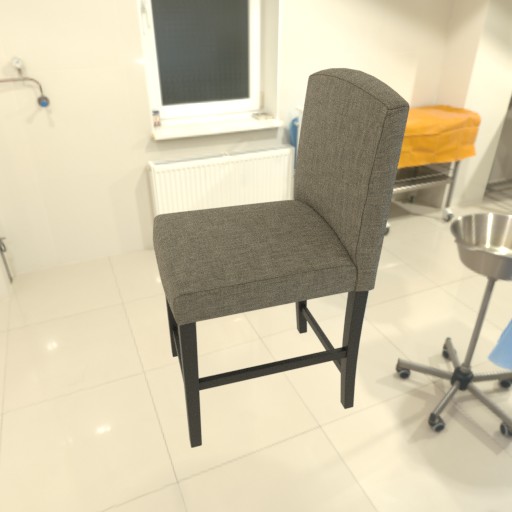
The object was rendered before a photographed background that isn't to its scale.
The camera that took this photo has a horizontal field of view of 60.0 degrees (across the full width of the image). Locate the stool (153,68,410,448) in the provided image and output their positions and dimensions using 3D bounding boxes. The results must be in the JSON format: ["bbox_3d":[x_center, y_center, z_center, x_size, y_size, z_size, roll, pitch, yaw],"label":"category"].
[{"bbox_3d":[0.000,0.000,1.261,0.552,0.966,0.451,-9,31,-15],"label":"stool"}]
